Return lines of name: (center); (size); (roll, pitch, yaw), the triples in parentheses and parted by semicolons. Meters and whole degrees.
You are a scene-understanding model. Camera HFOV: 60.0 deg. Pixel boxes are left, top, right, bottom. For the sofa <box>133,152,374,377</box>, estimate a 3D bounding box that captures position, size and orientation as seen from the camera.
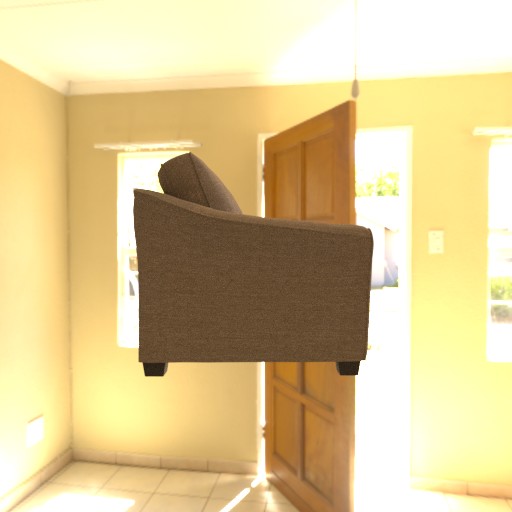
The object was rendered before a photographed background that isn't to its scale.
sofa: (0.000, 0.000, 2.842); (0.980, 0.965, 2.270); (0, 1, 0)
